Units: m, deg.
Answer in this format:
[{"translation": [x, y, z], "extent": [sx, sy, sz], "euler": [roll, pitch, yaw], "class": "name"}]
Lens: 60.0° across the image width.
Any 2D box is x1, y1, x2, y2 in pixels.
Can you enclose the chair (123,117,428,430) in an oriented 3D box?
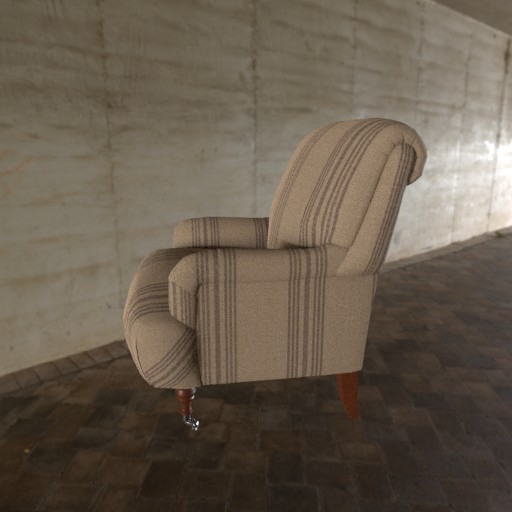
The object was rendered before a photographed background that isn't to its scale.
[{"translation": [0.000, 0.000, 1.600], "extent": [0.914, 0.940, 0.813], "euler": [-2, 14, -9], "class": "chair"}]
